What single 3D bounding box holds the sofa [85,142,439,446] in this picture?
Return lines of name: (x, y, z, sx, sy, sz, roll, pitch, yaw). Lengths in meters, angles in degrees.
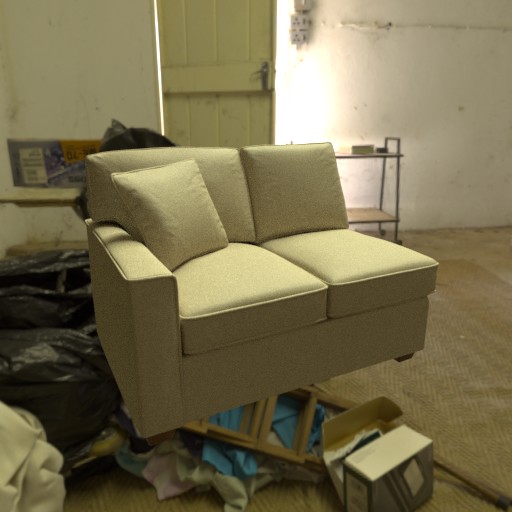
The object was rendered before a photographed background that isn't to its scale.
sofa: (0.000, 0.000, 2.079, 1.388, 0.989, 0.991, -9, 19, -27)
